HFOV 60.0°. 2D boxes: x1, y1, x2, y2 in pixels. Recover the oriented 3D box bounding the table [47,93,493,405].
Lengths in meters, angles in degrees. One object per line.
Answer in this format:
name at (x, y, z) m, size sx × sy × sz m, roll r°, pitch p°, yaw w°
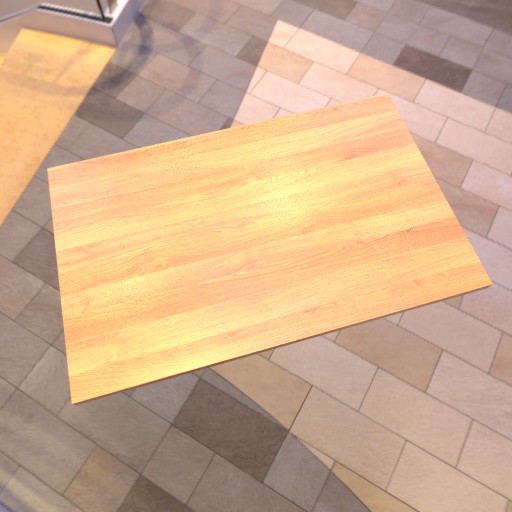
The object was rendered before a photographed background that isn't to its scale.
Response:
table at (0.000, 0.000, 1.447) m, size 1.100 × 0.442 × 0.700 m, roll -14°, pitch 66°, yaw -7°
